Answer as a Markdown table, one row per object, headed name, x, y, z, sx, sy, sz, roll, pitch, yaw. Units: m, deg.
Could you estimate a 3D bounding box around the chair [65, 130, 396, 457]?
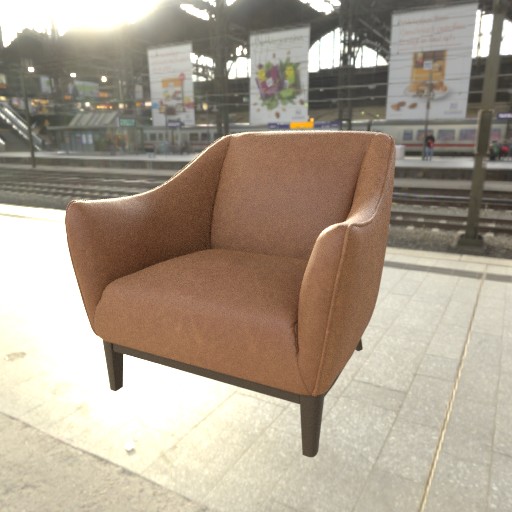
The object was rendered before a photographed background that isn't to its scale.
| name | x | y | z | sx | sy | sz | roll | pitch | yaw |
| --- | --- | --- | --- | --- | --- | --- | --- | --- | --- |
| chair | 0.000 | 0.000 | 1.500 | 0.871 | 0.830 | 0.852 | 7 | 16 | 26 |
